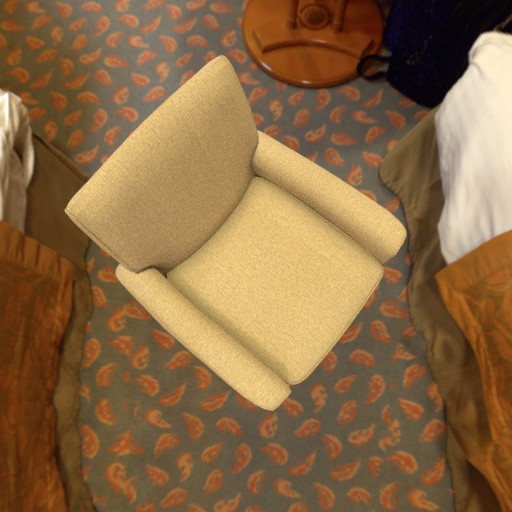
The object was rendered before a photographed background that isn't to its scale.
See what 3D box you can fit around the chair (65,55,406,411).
[{"bbox_3d":[0.000,0.000,1.672,0.864,1.014,0.848,38,77,10],"label":"chair"}]
